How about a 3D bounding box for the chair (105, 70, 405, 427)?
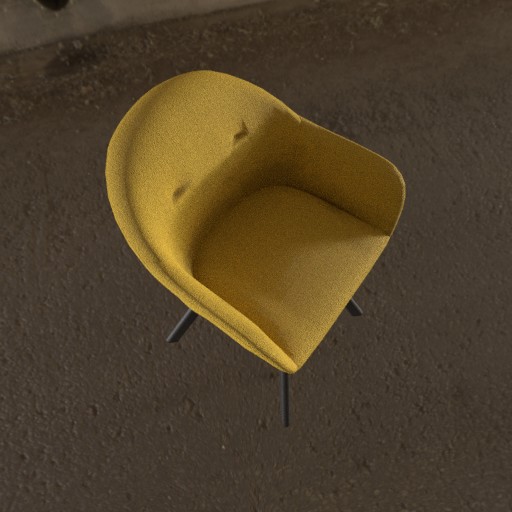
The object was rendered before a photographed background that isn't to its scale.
[{"bbox_3d":[0.000,0.000,1.147,0.565,0.775,0.545,32,64,18],"label":"chair"}]
